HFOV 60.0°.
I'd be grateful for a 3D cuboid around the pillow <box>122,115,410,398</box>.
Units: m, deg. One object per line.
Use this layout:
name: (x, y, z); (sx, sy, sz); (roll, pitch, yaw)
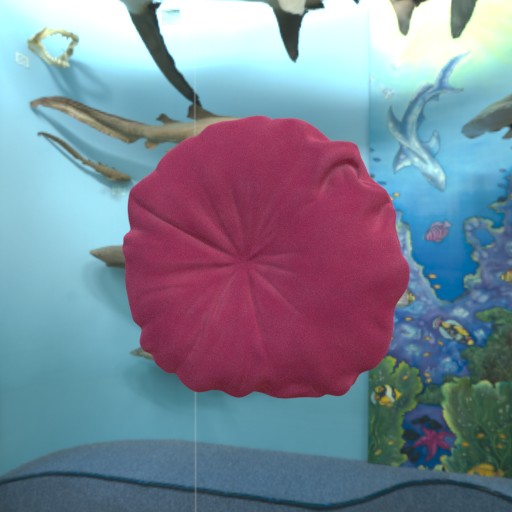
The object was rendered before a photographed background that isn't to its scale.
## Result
pillow: (0.000, 0.000, 0.656); (0.428, 0.407, 0.148); (0, 1, 17)
